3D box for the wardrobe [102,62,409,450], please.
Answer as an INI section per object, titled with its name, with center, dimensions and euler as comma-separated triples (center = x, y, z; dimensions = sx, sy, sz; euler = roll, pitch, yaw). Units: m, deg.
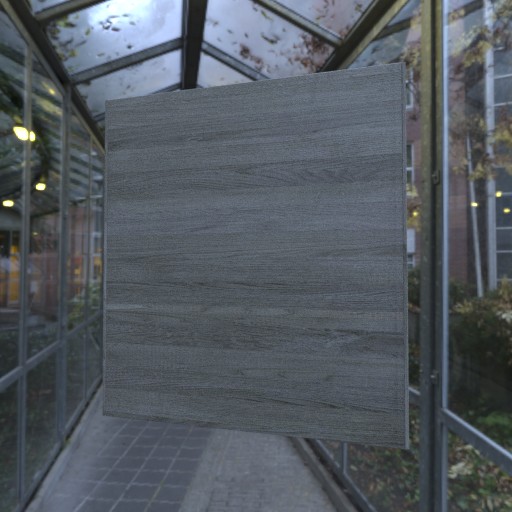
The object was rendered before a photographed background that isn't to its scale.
[wardrobe]
center = 0.000, 0.000, 2.788
dimensions = 1.780, 1.960, 0.629
euler = 0, -2, 17
